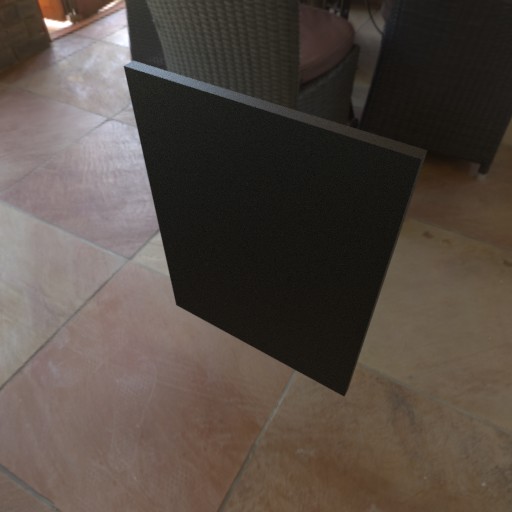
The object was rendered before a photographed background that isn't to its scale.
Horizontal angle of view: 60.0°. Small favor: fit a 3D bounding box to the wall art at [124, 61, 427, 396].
[{"bbox_3d":[0.000,0.000,1.434,0.806,1.062,0.038,25,52,21],"label":"wall art"}]
